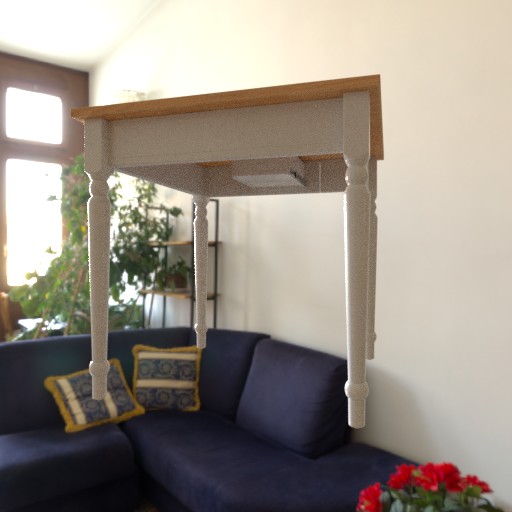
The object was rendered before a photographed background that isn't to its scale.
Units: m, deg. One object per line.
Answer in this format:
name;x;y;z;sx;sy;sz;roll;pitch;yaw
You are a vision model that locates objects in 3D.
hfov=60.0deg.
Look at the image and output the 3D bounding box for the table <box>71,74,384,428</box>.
table;0.000;0.000;1.360;0.747;0.738;0.747;0;0;17
